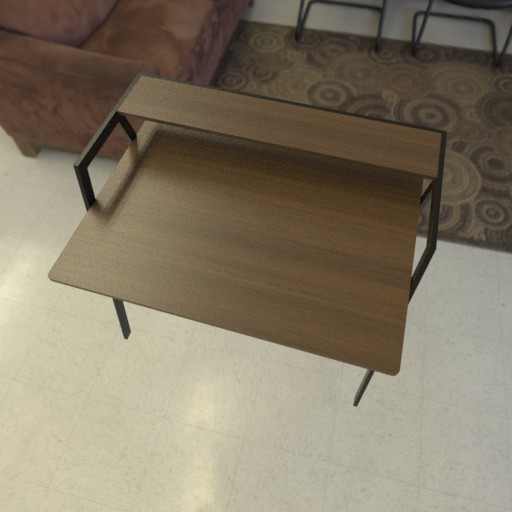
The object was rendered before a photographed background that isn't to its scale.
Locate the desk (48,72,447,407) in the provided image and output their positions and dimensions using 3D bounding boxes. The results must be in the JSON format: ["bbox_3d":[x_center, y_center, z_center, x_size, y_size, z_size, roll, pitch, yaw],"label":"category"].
[{"bbox_3d":[0.000,0.000,1.829,1.143,0.998,0.936,14,58,9],"label":"desk"}]
